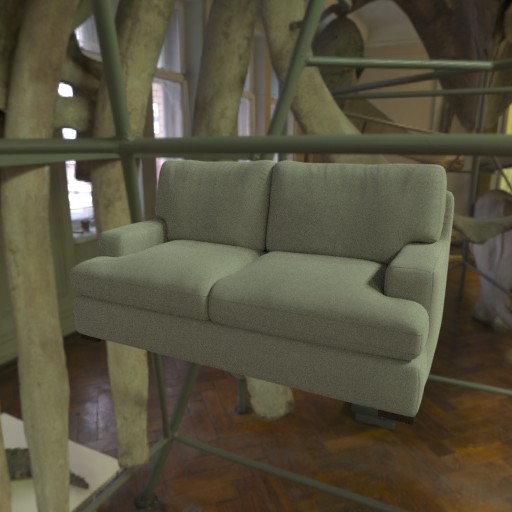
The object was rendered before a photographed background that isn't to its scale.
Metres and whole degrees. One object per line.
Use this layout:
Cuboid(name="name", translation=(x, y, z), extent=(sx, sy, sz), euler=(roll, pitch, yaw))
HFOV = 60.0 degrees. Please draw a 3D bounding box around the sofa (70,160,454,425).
Cuboid(name="sofa", translation=(0.000, 0.000, 2.364), extent=(1.855, 0.980, 0.962), euler=(7, 15, 26))
